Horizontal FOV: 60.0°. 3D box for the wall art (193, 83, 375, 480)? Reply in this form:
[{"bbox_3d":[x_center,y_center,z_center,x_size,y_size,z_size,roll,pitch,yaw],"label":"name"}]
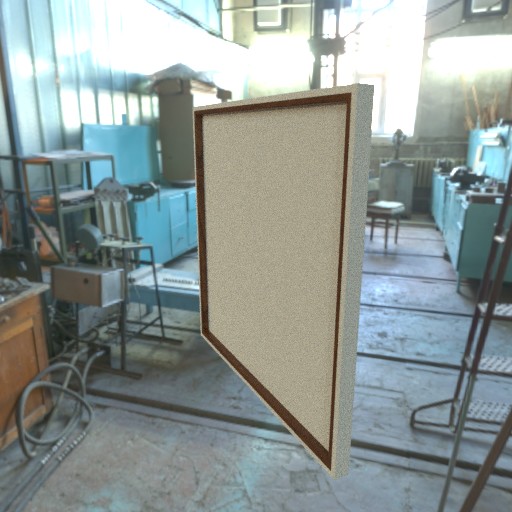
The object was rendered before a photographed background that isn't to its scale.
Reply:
[{"bbox_3d":[0.000,0.000,1.129,0.037,0.757,0.757,-8,18,-27],"label":"wall art"}]
